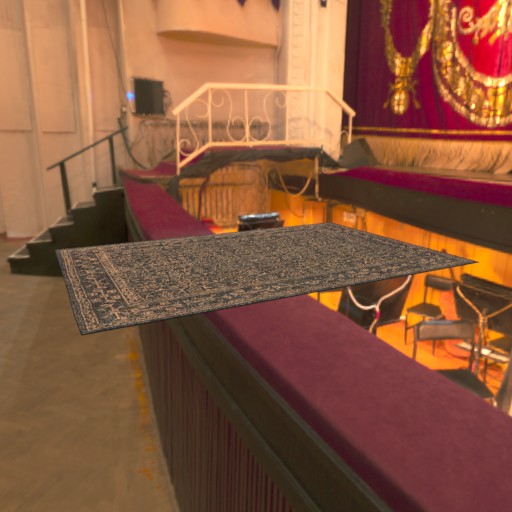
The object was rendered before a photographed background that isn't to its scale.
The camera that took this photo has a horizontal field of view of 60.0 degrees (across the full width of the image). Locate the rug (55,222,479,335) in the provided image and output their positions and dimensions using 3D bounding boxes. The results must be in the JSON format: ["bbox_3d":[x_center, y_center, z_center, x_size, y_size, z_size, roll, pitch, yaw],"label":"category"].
[{"bbox_3d":[0.000,0.000,2.265,1.819,0.005,1.200,-7,16,-26],"label":"rug"}]
